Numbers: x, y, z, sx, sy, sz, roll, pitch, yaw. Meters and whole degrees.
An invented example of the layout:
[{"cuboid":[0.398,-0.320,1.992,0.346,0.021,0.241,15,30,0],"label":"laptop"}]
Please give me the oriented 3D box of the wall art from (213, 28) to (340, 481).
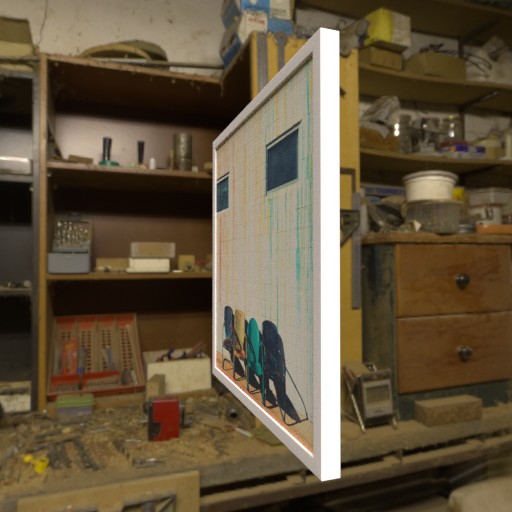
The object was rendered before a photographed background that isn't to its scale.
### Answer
[{"cuboid":[0.000,0.000,1.106,0.036,0.760,0.760,0,-1,-19],"label":"wall art"}]
